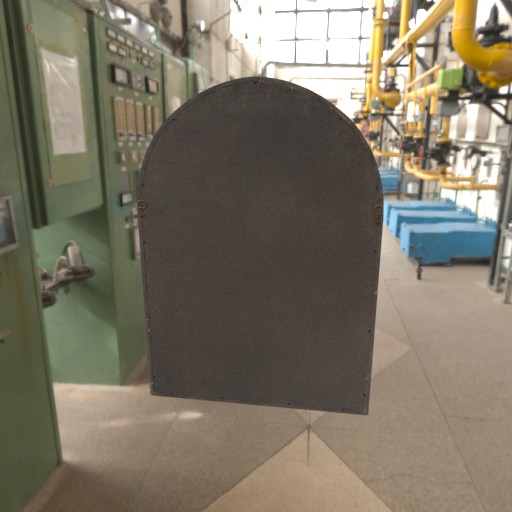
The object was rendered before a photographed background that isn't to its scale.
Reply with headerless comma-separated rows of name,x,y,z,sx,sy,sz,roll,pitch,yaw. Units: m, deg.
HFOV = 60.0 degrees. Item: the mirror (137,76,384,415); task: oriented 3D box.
mirror,0.000,0.000,1.220,0.660,0.920,0.032,2,16,9
